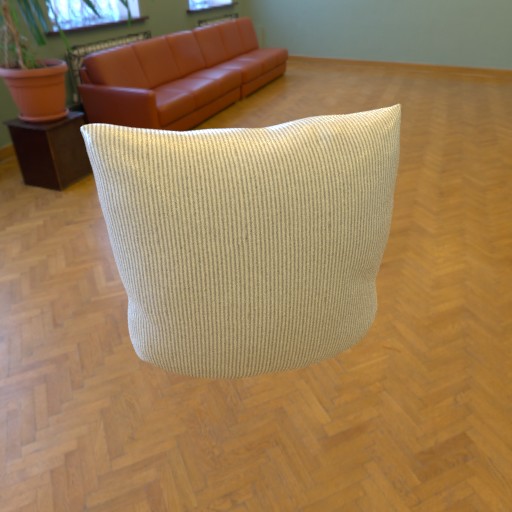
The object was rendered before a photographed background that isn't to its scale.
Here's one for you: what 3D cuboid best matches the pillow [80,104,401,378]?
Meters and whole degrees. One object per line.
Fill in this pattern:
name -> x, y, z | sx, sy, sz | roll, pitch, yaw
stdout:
pillow -> 0.000, 0.000, 0.692 | 0.387, 0.432, 0.310 | 11, 35, 16
